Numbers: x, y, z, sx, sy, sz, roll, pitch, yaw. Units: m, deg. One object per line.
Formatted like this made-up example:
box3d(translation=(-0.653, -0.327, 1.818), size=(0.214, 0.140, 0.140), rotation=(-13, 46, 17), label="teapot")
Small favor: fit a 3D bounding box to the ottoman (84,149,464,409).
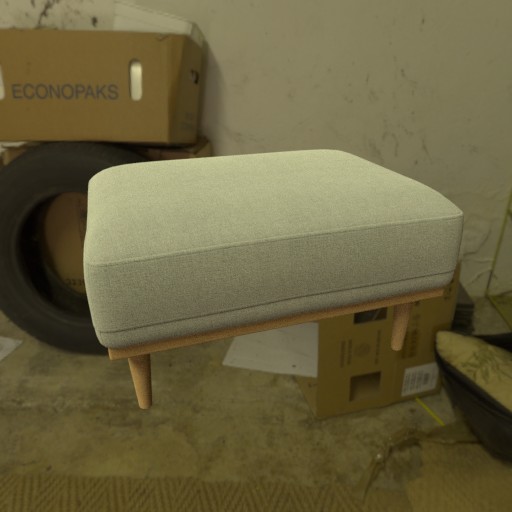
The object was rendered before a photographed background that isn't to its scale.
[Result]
box3d(translation=(0.000, 0.000, 1.079), size=(0.749, 0.428, 0.549), rotation=(-8, 27, -17), label="ottoman")
